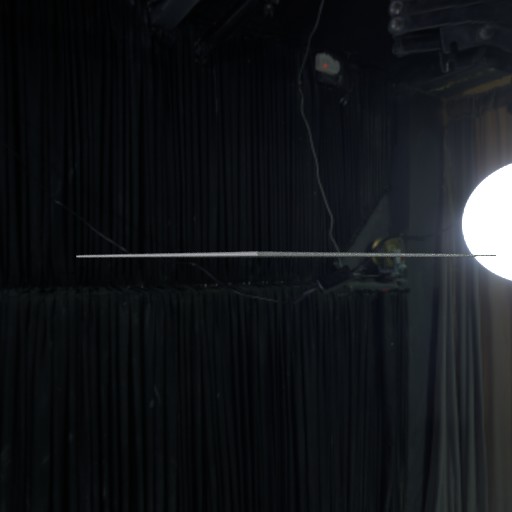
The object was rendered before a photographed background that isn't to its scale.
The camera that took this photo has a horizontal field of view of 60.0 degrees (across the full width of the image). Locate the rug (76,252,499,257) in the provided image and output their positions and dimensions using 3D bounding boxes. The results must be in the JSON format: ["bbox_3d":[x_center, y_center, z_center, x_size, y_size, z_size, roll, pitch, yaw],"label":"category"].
[{"bbox_3d":[0.000,0.000,2.791,1.608,0.014,2.213,0,0,-36],"label":"rug"}]
